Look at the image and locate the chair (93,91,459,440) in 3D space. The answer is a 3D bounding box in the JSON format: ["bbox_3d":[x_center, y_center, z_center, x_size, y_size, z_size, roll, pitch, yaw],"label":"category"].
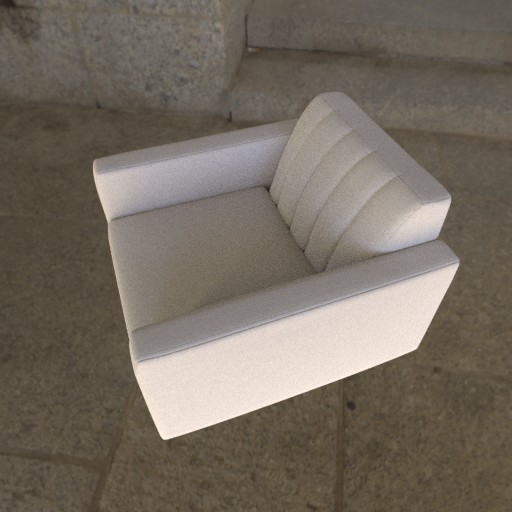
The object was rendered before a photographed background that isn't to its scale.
[{"bbox_3d":[0.000,0.000,1.637,0.998,0.819,0.953,-15,49,-14],"label":"chair"}]
